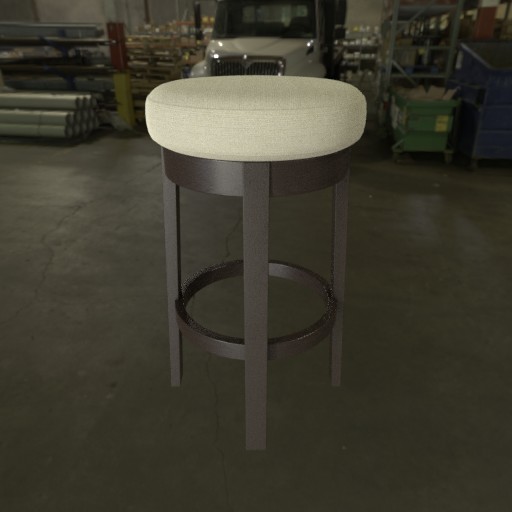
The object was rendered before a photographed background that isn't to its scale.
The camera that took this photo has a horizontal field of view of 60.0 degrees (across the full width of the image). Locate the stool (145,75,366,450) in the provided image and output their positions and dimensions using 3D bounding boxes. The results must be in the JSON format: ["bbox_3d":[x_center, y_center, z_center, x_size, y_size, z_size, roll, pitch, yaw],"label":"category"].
[{"bbox_3d":[0.000,0.000,1.023,0.446,0.758,0.446,0,26,0],"label":"stool"}]
